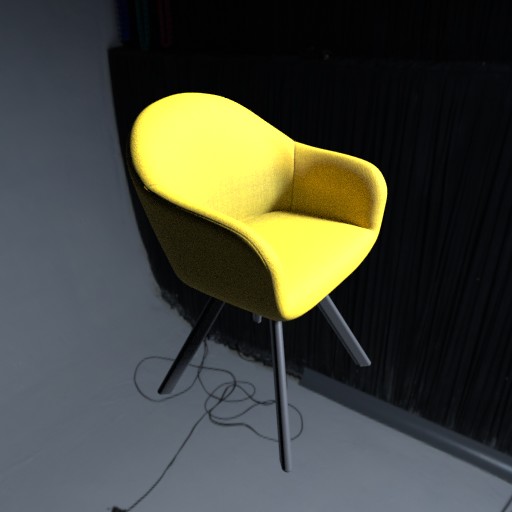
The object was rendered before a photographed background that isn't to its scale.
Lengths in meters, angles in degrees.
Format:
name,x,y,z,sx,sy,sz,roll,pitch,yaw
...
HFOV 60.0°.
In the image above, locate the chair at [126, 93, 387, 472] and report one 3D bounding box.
name,x,y,z,sx,sy,sz,roll,pitch,yaw
chair,0.000,0.000,1.194,0.550,0.795,0.590,18,32,32
